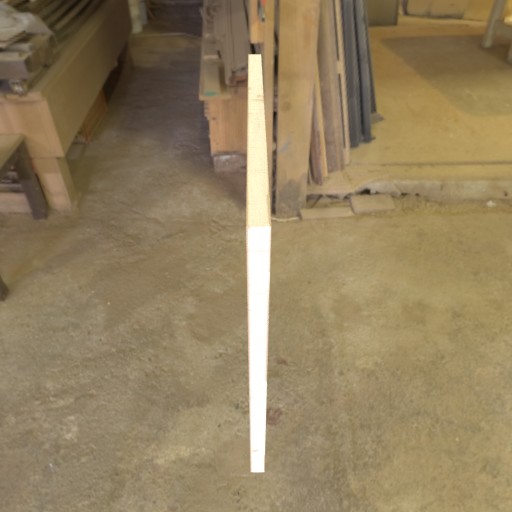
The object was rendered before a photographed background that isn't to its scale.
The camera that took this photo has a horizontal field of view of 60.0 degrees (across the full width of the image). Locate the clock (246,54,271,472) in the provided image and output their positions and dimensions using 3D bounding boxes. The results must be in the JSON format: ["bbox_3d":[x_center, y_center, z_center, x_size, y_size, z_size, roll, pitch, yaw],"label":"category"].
[{"bbox_3d":[0.000,0.000,1.055,0.032,0.705,0.705,0,41,0],"label":"clock"}]
